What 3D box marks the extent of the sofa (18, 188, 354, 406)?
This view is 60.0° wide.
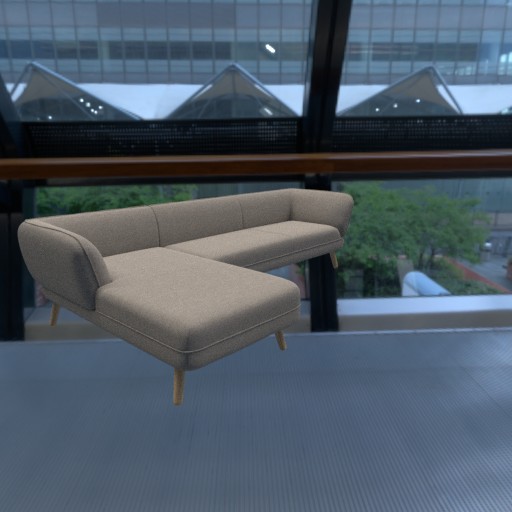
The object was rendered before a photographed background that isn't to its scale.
[{"bbox_3d":[0.000,0.000,3.189,1.532,0.693,2.653,13,19,41],"label":"sofa"}]
